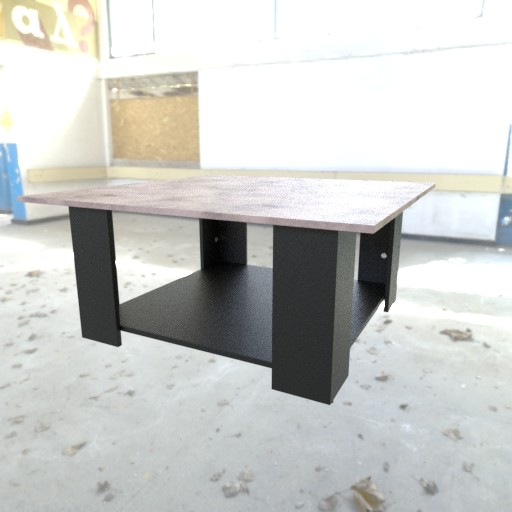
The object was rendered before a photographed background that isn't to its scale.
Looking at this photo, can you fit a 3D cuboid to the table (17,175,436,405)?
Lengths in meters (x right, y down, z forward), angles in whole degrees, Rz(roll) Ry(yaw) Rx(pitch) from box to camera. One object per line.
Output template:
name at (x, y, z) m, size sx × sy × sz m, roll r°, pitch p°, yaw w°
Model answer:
table at (0.000, 0.000, 1.012) m, size 0.670 × 0.305 × 0.670 m, roll 7°, pitch 16°, yaw 26°
